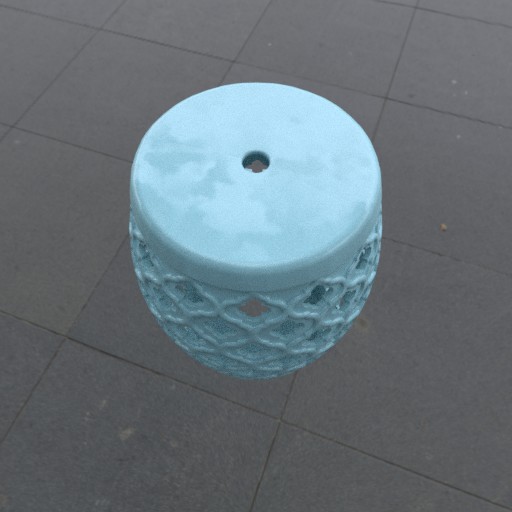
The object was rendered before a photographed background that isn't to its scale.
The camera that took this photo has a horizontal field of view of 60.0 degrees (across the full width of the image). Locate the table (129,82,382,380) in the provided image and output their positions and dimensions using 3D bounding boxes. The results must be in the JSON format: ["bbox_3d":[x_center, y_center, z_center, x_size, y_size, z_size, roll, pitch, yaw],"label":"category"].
[{"bbox_3d":[0.000,0.000,0.628,0.325,0.388,0.325,0,60,0],"label":"table"}]
